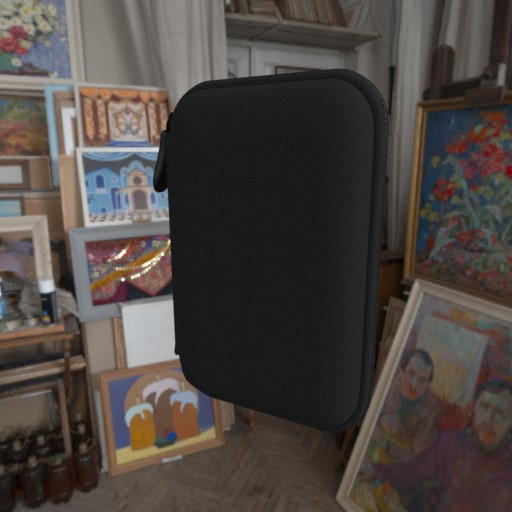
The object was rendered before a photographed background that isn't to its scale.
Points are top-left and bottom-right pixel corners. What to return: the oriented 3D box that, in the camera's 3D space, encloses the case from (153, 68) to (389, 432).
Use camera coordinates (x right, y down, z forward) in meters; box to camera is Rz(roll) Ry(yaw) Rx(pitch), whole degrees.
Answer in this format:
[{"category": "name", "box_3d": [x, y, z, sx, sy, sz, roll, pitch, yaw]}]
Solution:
[{"category": "case", "box_3d": [0.000, 0.000, 0.194, 0.107, 0.147, 0.030, 7, 14, 27]}]
